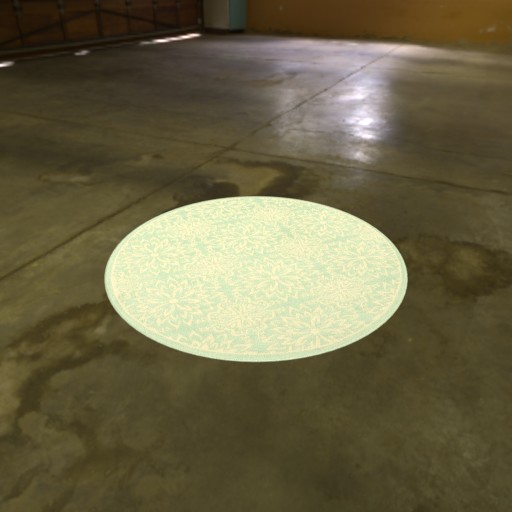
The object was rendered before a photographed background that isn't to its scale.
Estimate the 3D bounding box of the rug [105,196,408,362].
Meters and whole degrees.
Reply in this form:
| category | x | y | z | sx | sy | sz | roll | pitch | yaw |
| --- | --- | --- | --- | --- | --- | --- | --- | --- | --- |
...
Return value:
| category | x | y | z | sx | sy | sz | roll | pitch | yaw |
| --- | --- | --- | --- | --- | --- | --- | --- | --- | --- |
| rug | 0.000 | 0.000 | 2.426 | 1.593 | 0.012 | 1.593 | 0 | 32 | 0 |
